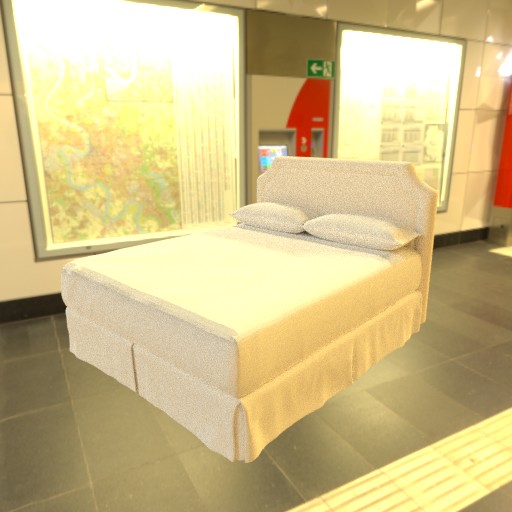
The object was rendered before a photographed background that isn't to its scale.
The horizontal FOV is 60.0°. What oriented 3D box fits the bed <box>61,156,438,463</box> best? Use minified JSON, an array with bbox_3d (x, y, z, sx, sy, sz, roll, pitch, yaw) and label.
[{"bbox_3d":[0.000,0.000,3.786,2.134,1.524,2.548,14,21,40],"label":"bed"}]
